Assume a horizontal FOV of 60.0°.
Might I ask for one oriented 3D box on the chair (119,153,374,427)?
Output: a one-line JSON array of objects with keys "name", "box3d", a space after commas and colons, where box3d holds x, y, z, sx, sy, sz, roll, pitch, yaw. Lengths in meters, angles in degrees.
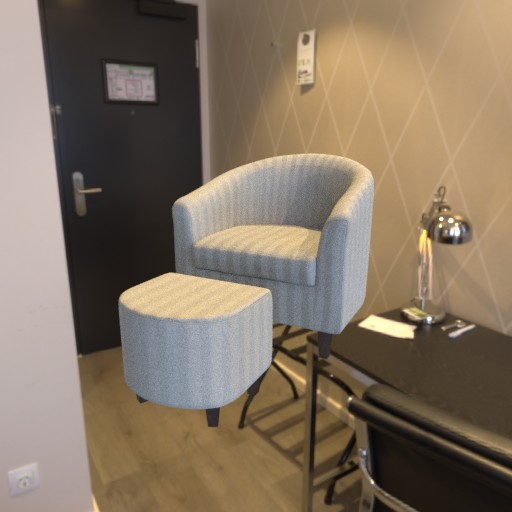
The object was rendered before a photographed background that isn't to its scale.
[{"name": "chair", "box3d": [0.000, 0.000, 1.755, 0.756, 0.757, 1.288, 8, 17, 26]}]
